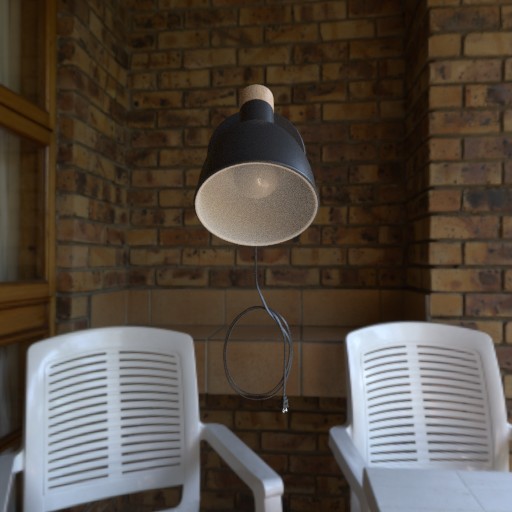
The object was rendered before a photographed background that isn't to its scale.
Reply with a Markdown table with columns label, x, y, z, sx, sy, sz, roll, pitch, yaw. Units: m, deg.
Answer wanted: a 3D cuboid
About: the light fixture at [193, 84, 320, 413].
| label | x | y | z | sx | sy | sz | roll | pitch | yaw |
| --- | --- | --- | --- | --- | --- | --- | --- | --- | --- |
| light fixture | 0.000 | 0.000 | 0.487 | 0.127 | 0.401 | 0.203 | 0 | -1 | 0 |
